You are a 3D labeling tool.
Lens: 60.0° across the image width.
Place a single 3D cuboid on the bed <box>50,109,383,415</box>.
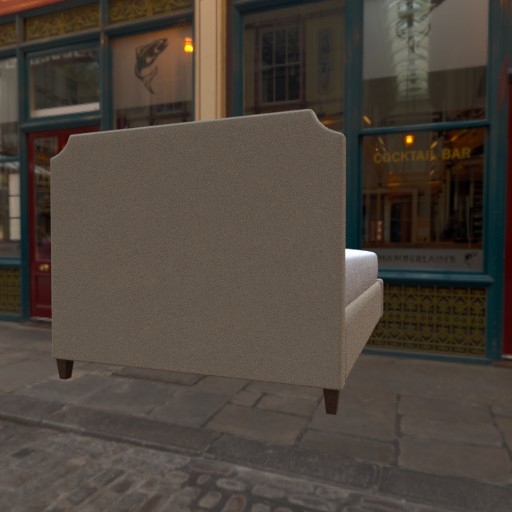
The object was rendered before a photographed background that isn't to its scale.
[{"bbox_3d":[0.000,0.000,3.376,1.703,1.415,2.329,0,1,20],"label":"bed"}]
